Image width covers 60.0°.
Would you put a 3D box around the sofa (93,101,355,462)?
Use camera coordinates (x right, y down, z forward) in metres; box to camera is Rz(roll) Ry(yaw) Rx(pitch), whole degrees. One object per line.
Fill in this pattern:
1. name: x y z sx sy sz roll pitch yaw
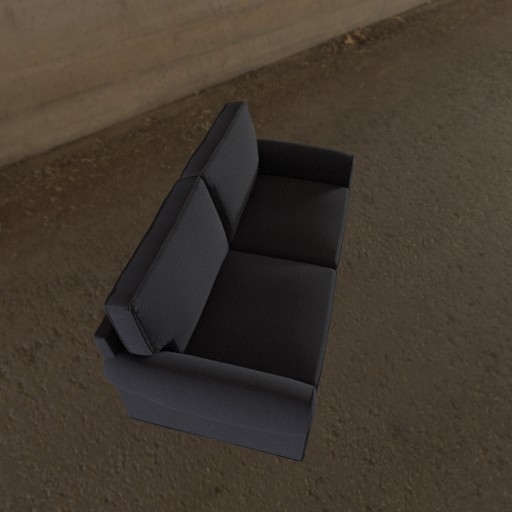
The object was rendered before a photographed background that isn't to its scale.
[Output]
1. sofa: 0.000 0.000 2.555 0.951 1.031 2.009 10 47 10
